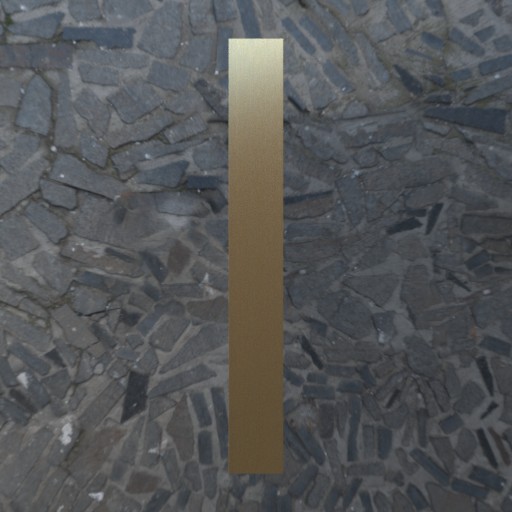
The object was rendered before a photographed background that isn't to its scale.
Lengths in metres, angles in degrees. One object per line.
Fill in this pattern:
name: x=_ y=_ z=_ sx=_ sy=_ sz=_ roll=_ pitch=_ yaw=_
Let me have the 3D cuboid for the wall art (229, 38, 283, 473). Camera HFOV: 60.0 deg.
wall art: x=0.000 y=0.000 z=0.462 sx=0.038 sy=0.304 sz=0.304 roll=0 pitch=90 yaw=0
